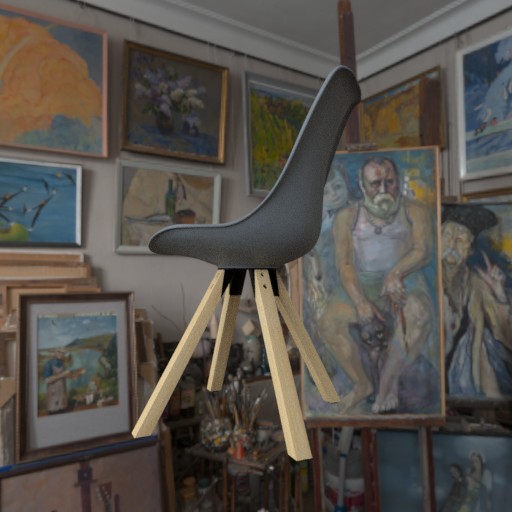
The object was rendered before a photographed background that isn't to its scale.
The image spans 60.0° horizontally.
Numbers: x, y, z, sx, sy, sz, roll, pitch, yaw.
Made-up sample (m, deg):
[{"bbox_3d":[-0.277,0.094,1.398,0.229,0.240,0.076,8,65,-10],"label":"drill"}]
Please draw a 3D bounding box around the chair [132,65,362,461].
[{"bbox_3d":[0.000,0.000,1.175,0.549,0.850,0.485,-1,-2,19],"label":"chair"}]
